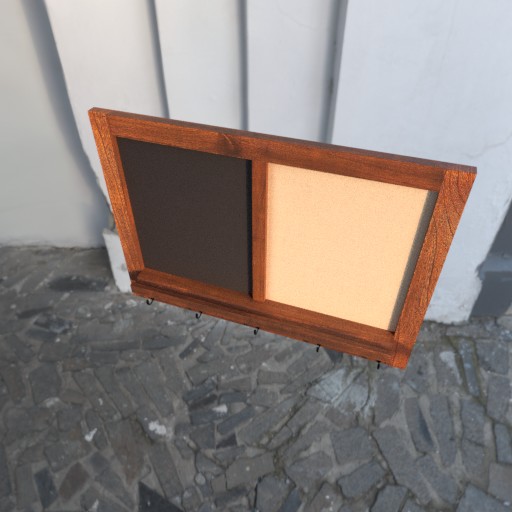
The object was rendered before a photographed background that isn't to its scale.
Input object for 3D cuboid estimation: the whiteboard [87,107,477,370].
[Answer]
[{"bbox_3d":[0.000,0.000,1.002,0.768,0.553,0.083,13,42,15],"label":"whiteboard"}]
